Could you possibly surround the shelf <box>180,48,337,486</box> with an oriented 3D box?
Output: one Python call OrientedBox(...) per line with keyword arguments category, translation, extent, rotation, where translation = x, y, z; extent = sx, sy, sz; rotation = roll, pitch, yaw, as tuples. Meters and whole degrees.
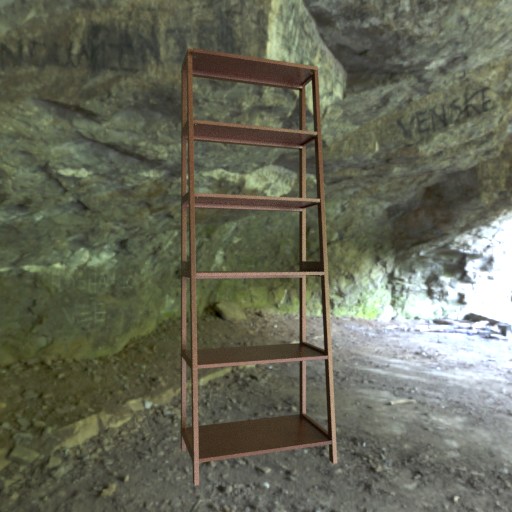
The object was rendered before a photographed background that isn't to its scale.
OrientedBox(category="shelf", translation=(0.000, 0.000, 2.111), extent=(0.660, 1.892, 0.382), rotation=(0, -1, -18))
